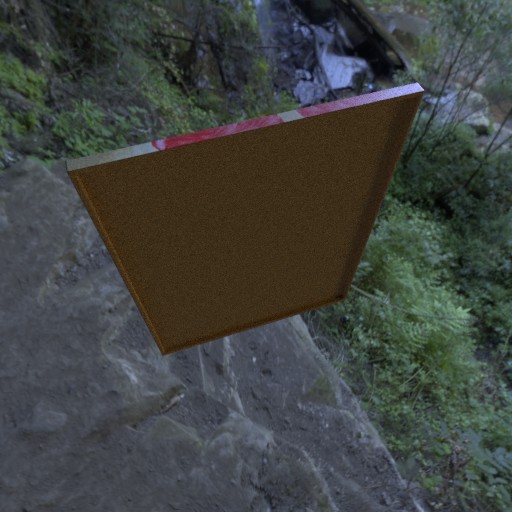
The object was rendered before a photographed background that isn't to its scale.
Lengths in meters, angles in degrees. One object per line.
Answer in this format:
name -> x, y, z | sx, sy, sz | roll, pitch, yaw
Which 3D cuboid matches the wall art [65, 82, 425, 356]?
wall art -> 0.000, 0.000, 1.334 | 0.762, 1.015, 0.031 | -15, 59, -10
